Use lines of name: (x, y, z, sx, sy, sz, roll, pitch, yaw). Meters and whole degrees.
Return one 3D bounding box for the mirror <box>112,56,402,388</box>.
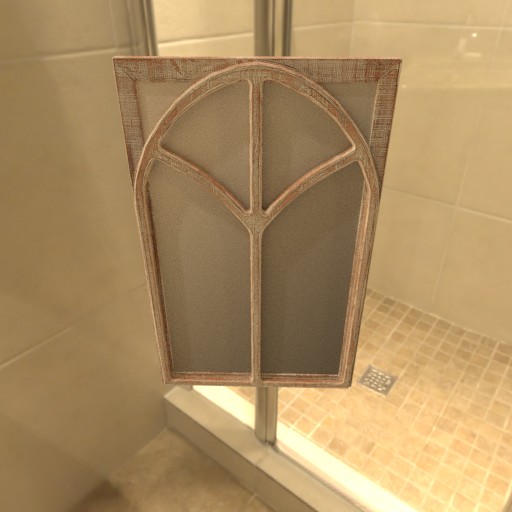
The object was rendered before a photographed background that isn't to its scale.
mirror: (0.000, 0.000, 0.956, 0.495, 0.787, 0.058, 1, 31, 1)
